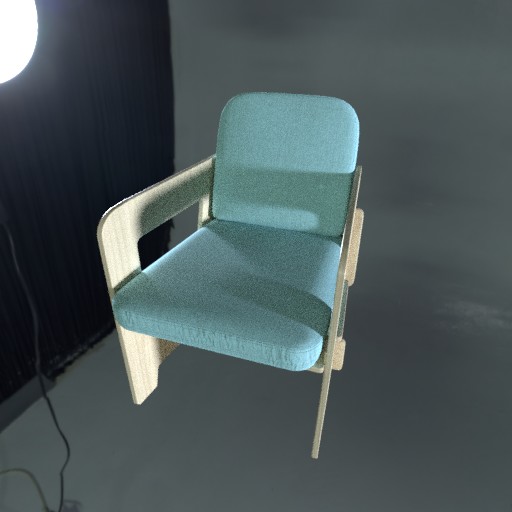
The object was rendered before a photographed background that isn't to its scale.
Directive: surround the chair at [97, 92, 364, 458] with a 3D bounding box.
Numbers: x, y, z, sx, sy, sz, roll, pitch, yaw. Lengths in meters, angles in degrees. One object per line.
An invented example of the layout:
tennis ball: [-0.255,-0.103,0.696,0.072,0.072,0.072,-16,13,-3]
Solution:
chair: [0.000,0.000,1.270,0.590,0.800,0.710,10,30,17]
